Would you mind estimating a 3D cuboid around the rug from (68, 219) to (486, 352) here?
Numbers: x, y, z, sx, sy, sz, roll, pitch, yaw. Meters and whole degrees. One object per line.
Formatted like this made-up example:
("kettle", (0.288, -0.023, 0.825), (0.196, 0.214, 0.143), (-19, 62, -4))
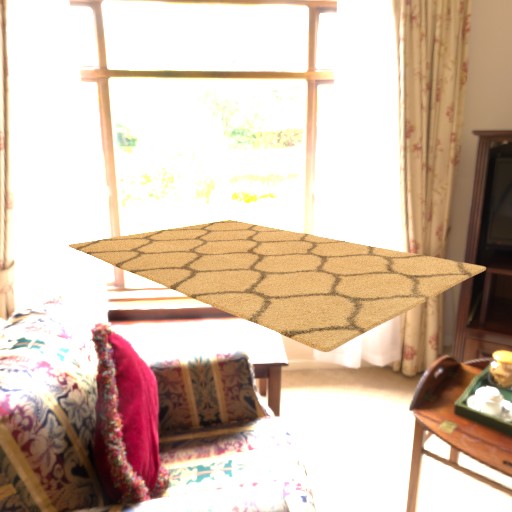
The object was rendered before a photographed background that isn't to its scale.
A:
("rug", (0.000, 0.000, 3.374), (1.801, 0.026, 2.701), (-14, 20, -42))
